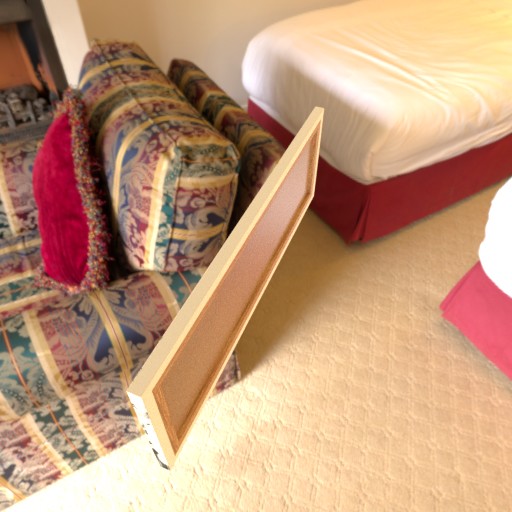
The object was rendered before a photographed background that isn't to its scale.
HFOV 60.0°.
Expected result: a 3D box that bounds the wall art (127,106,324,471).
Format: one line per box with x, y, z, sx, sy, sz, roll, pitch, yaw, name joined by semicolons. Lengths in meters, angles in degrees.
0.000;0.000;1.725;0.044;0.507;1.520;17;48;15;wall art
